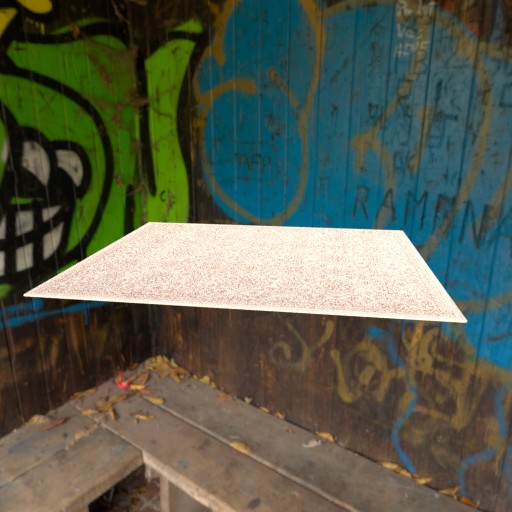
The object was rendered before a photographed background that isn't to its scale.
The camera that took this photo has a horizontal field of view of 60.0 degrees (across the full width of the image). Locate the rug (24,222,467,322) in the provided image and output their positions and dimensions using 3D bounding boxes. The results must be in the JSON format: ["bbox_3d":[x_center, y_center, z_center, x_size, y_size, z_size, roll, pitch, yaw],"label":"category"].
[{"bbox_3d":[0.000,0.000,4.150,3.050,0.015,2.441,2,17,8],"label":"rug"}]
